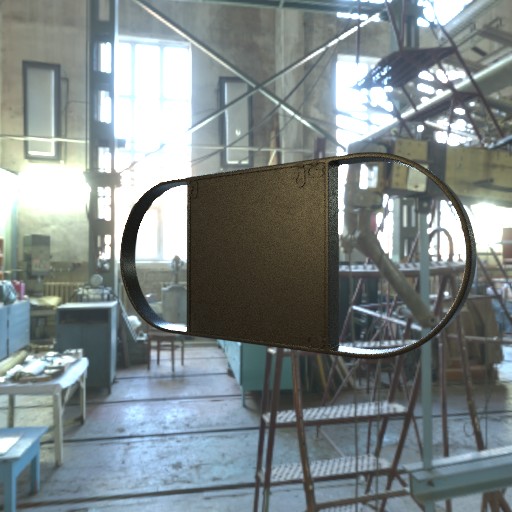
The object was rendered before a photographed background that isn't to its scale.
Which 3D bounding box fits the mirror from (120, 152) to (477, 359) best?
[{"bbox_3d":[0.000,0.000,0.653,0.584,0.254,0.032,0,0,35],"label":"mirror"}]
